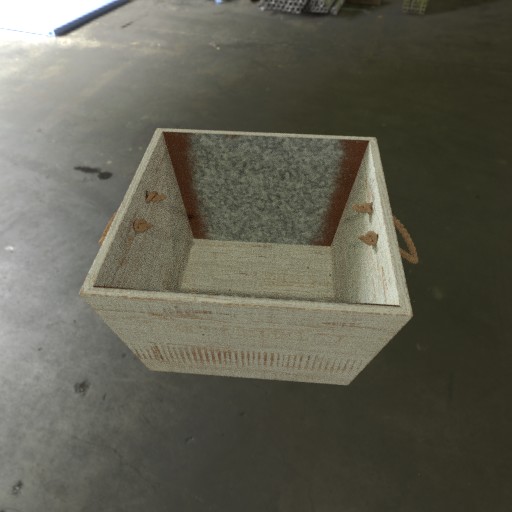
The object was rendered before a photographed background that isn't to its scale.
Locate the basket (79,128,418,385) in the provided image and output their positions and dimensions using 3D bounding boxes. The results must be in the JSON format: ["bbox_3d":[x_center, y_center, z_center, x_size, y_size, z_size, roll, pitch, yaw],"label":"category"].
[{"bbox_3d":[0.000,0.000,0.776,0.545,0.247,0.413,3,45,3],"label":"basket"}]
